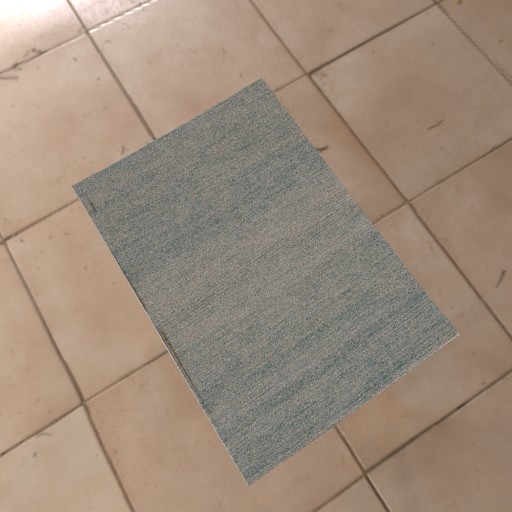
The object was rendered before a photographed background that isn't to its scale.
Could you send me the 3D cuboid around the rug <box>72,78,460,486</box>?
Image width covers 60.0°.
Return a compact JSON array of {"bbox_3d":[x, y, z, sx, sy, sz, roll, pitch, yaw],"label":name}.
[{"bbox_3d":[0.000,0.000,2.969,1.613,0.030,2.306,-32,77,-9],"label":"rug"}]
